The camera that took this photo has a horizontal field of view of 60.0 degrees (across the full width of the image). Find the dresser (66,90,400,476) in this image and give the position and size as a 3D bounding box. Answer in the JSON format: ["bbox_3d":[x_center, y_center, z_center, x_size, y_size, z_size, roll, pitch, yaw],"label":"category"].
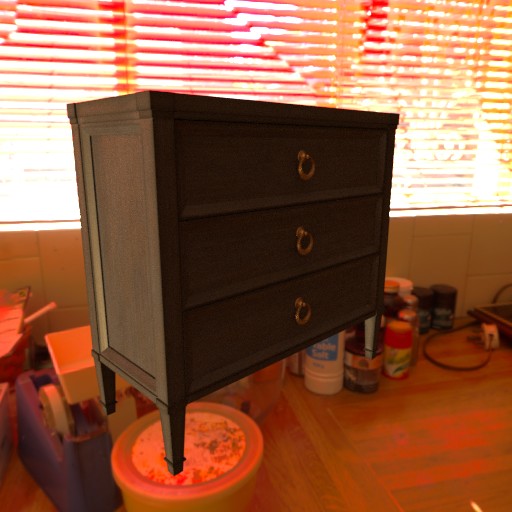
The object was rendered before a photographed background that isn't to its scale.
[{"bbox_3d":[0.000,0.000,1.565,1.049,0.986,0.463,-13,19,-42],"label":"dresser"}]
